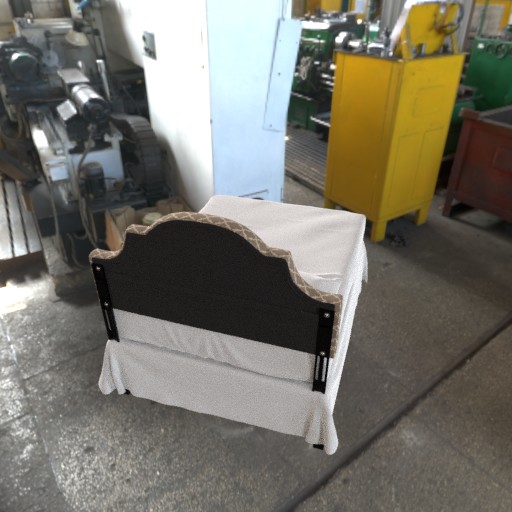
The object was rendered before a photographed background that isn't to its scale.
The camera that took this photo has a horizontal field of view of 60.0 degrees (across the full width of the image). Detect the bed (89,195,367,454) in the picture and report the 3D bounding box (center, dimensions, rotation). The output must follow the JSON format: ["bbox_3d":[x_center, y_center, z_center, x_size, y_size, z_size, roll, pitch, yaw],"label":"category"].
[{"bbox_3d":[0.000,0.000,3.561,1.780,1.633,2.222,10,33,15],"label":"bed"}]
